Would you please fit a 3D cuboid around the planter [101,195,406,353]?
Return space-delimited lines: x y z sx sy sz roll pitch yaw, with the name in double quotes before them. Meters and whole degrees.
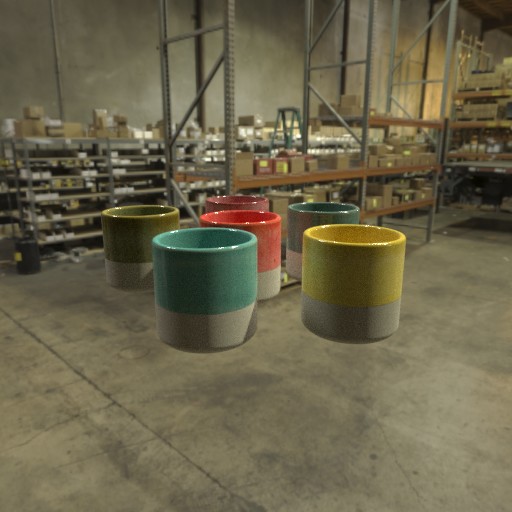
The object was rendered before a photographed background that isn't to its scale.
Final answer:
"planter" 0.000 0.000 0.415 0.286 0.075 0.257 14 20 42
